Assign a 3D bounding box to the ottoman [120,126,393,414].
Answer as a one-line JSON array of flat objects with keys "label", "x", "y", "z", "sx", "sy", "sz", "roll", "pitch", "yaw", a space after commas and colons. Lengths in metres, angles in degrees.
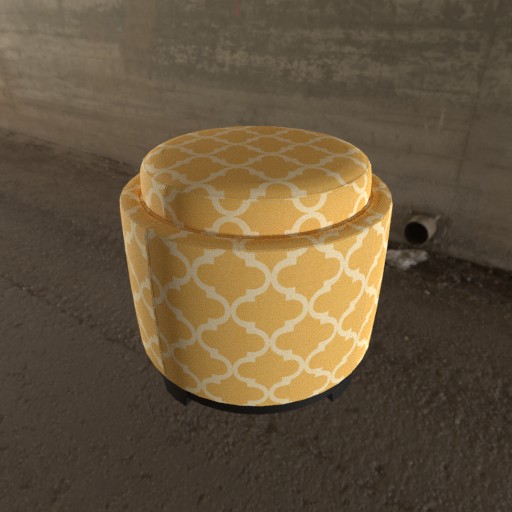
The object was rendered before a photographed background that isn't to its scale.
[{"label": "ottoman", "x": 0.000, "y": 0.000, "z": 0.864, "sx": 0.480, "sy": 0.429, "sz": 0.480, "roll": 0, "pitch": 30, "yaw": 0}]
